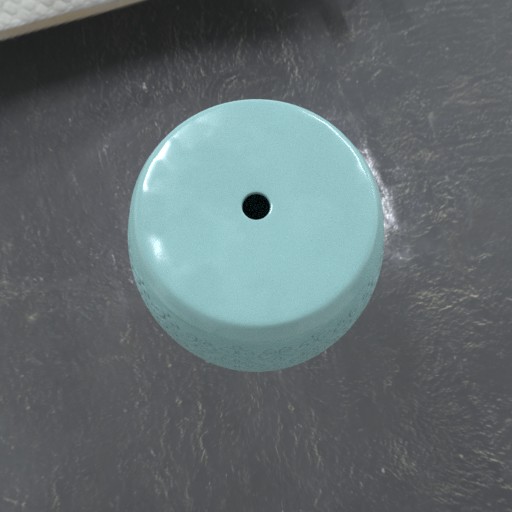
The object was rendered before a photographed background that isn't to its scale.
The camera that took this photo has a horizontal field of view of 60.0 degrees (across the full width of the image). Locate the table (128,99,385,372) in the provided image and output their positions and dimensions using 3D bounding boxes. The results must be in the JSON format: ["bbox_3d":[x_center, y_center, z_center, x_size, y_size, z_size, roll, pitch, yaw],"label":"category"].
[{"bbox_3d":[0.000,0.000,0.610,0.309,0.397,0.309,0,76,0],"label":"table"}]
